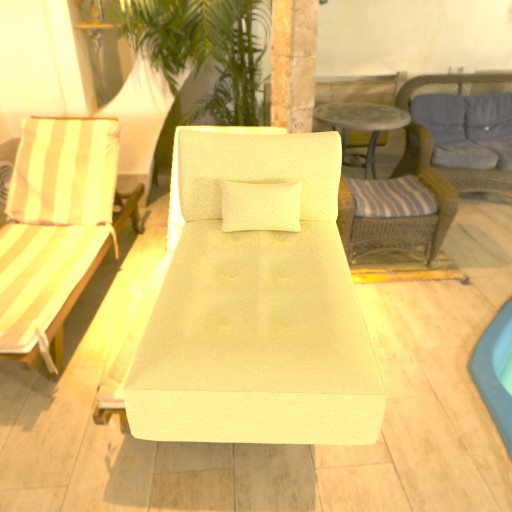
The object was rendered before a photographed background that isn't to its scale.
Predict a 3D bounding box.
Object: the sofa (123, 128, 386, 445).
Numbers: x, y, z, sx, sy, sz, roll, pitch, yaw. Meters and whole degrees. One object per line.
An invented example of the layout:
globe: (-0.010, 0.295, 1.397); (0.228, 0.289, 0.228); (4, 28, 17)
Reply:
sofa: (0.000, 0.000, 2.068); (0.930, 0.820, 1.450); (1, 30, 1)
